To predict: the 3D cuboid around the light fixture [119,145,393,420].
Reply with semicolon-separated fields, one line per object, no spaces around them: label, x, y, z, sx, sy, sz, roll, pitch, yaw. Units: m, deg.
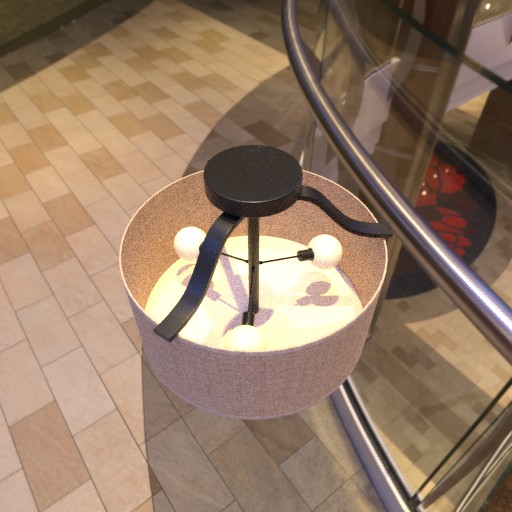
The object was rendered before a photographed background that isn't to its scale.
light fixture;0.000;0.000;0.669;0.390;0.306;0.390;0;46;0
